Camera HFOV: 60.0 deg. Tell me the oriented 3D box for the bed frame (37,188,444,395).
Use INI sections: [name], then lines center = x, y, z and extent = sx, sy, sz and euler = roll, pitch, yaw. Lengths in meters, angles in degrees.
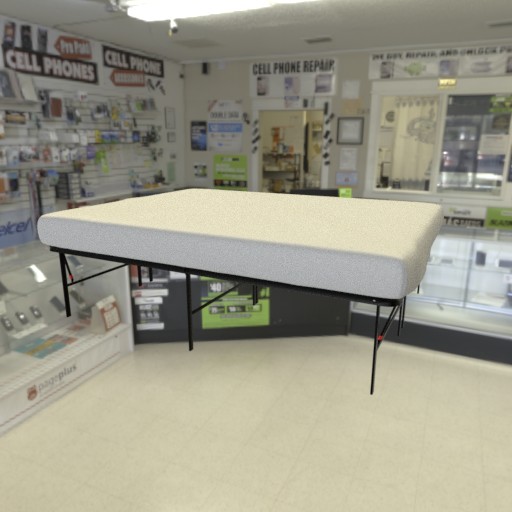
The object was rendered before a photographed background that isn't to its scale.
[bed frame]
center = 0.000, 0.000, 2.855
extent = 2.151, 0.667, 1.584
euler = 8, 17, 26
